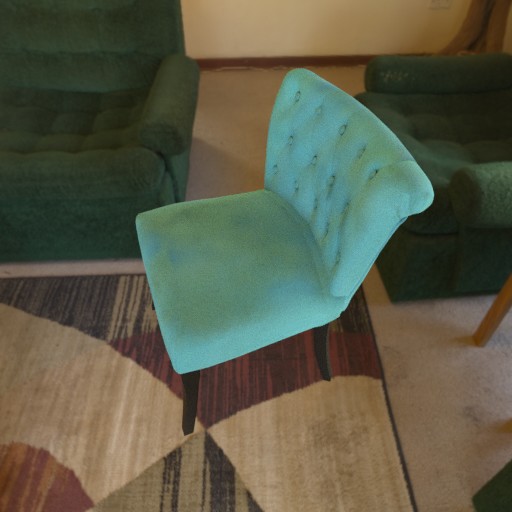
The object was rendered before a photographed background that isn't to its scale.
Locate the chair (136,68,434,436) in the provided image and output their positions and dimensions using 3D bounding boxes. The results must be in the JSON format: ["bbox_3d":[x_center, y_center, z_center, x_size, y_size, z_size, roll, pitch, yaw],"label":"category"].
[{"bbox_3d":[0.000,0.000,1.201,0.605,0.750,0.582,-14,47,-14],"label":"chair"}]
